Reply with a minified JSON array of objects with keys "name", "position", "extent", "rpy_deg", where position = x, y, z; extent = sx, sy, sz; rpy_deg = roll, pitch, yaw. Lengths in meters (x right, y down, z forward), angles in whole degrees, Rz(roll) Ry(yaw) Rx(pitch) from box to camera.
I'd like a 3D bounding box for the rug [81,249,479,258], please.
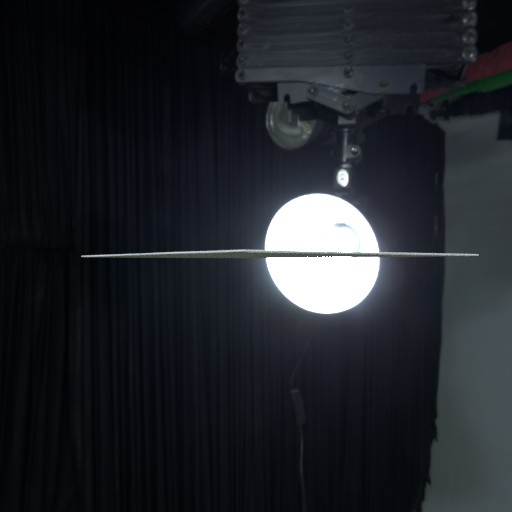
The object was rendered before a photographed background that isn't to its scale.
[{"name":"rug","position":[0.000,0.000,4.015],"extent":[2.288,0.018,2.895],"rpy_deg":[1,-1,-36]}]
